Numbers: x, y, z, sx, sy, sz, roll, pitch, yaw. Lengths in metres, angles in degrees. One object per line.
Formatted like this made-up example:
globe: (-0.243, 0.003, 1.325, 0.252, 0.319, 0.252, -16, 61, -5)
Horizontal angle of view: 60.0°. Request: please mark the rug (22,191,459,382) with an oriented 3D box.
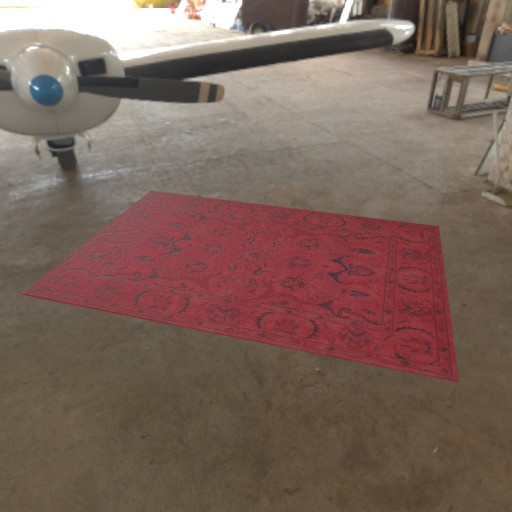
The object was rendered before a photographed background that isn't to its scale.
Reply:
rug: (0.000, 0.000, 2.242, 1.814, 0.008, 1.209, 9, 32, 14)
